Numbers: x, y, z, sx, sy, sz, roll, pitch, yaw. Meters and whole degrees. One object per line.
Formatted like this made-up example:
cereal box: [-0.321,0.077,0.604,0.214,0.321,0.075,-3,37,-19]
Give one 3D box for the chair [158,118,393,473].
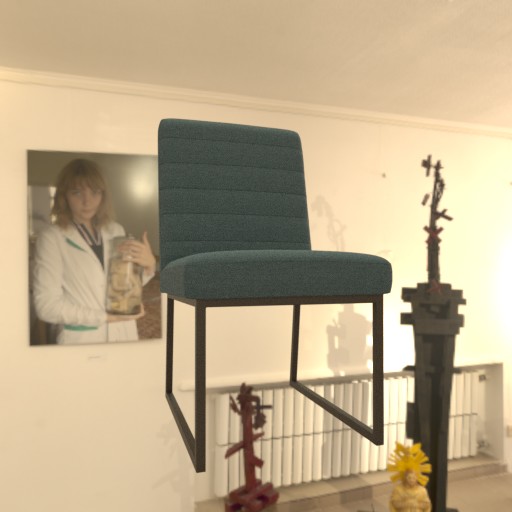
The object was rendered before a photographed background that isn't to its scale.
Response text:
chair: [0.000,0.000,1.300,0.520,0.930,0.634,0,-1,-18]
